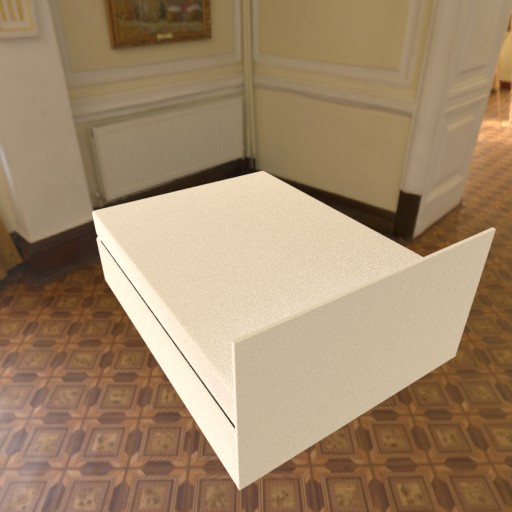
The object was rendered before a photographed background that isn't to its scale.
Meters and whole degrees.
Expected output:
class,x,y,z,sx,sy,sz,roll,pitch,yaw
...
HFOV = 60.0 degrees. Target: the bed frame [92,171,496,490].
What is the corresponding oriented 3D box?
class,x,y,z,sx,sy,sz,roll,pitch,yaw
bed frame,0.000,0.000,2.602,1.400,0.800,1.900,-19,36,-28
